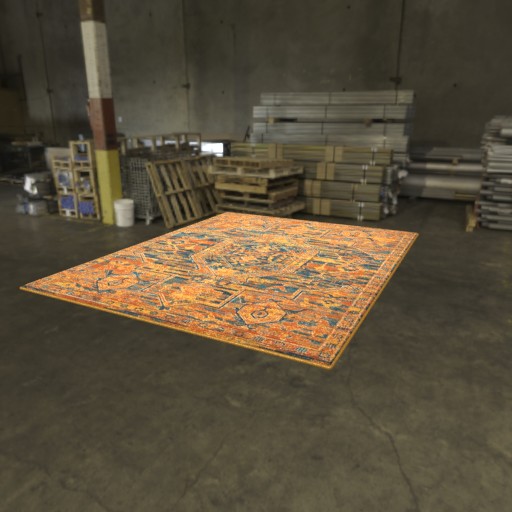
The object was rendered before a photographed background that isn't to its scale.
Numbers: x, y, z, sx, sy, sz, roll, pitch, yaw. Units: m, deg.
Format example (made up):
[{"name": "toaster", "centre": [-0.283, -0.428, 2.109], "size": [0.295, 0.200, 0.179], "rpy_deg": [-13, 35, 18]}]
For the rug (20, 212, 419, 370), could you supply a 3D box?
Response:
[{"name": "rug", "centre": [0.000, 0.000, 4.080], "size": [2.435, 0.031, 3.040], "rpy_deg": [9, 20, 26]}]
